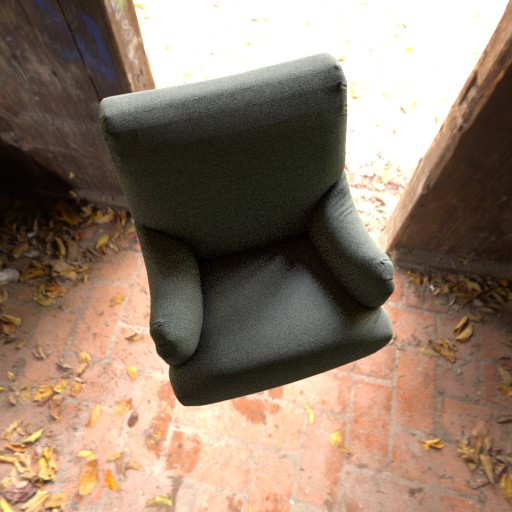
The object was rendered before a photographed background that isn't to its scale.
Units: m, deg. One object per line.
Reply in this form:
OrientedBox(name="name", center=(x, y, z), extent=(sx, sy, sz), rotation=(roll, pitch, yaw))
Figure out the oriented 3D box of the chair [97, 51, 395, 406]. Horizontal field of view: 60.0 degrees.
OrientedBox(name="chair", center=(0.000, 0.000, 1.924), extent=(0.964, 1.178, 1.060), rotation=(-15, 65, -7))
